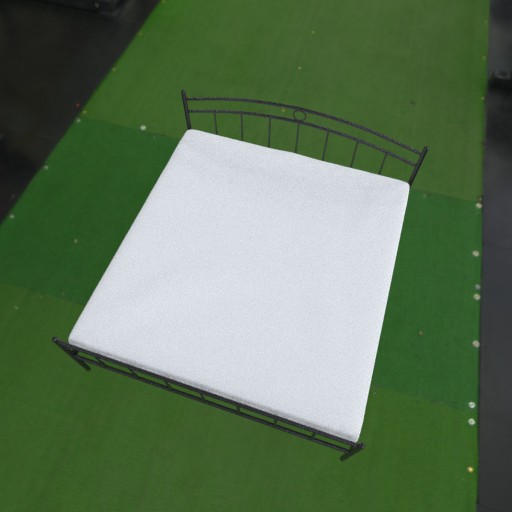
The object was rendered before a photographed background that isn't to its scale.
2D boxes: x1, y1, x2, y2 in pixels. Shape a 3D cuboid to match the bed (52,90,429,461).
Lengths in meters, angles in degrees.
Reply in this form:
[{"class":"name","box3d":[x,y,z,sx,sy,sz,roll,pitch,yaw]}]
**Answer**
[{"class":"bed","box3d":[0.000,0.000,3.090,1.880,0.940,2.040,16,61,9]}]
